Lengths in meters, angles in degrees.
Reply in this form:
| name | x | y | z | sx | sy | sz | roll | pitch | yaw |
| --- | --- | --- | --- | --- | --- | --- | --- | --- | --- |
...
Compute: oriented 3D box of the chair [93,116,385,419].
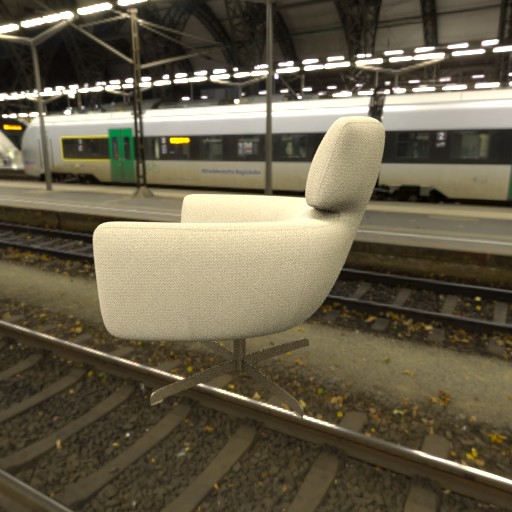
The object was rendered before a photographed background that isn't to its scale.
| name | x | y | z | sx | sy | sz | roll | pitch | yaw |
| --- | --- | --- | --- | --- | --- | --- | --- | --- | --- |
| chair | 0.000 | 0.000 | 1.387 | 0.730 | 0.810 | 0.760 | 2 | 14 | 8 |
